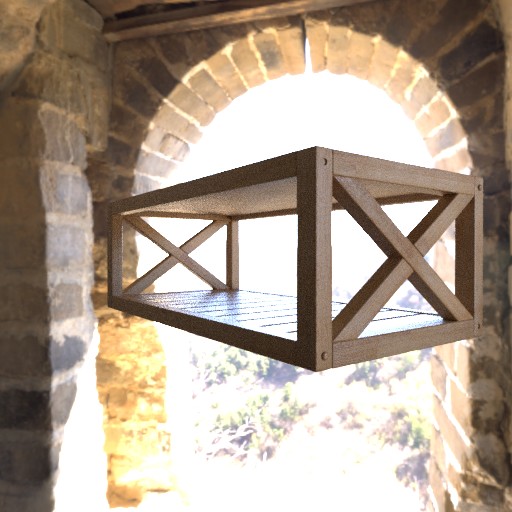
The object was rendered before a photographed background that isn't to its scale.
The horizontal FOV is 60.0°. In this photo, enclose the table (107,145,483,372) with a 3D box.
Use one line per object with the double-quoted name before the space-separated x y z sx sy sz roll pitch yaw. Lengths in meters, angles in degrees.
"table" 0.000 0.000 1.606 0.660 0.457 1.321 0 1 -36
